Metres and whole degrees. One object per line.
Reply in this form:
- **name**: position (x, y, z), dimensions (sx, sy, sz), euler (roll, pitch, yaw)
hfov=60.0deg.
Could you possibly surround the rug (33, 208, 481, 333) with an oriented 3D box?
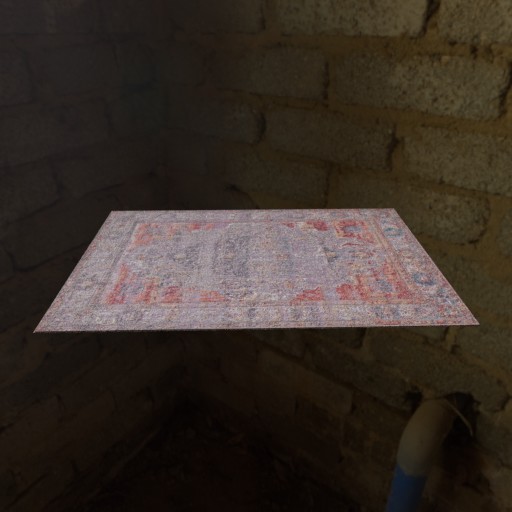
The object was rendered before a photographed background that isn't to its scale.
- **rug**: position (0.000, 0.000, 2.340), dimensions (1.829, 0.005, 1.219), euler (-1, 29, -1)
